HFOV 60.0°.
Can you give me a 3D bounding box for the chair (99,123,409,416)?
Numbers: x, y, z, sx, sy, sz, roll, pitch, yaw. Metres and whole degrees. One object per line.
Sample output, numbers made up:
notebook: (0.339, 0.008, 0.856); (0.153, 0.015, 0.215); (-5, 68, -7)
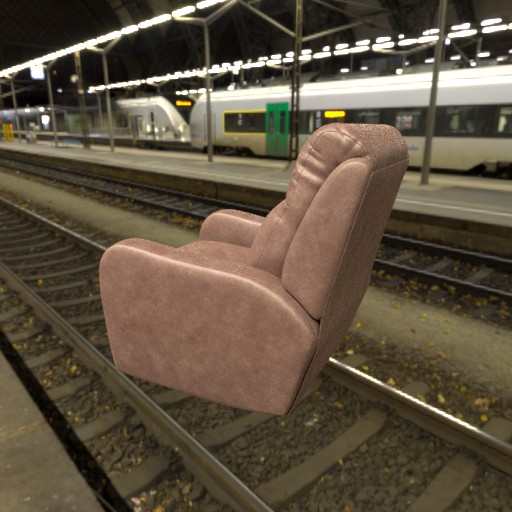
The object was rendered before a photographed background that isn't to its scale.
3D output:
chair: (0.000, 0.000, 1.859); (1.067, 1.067, 0.865); (8, 19, 26)
